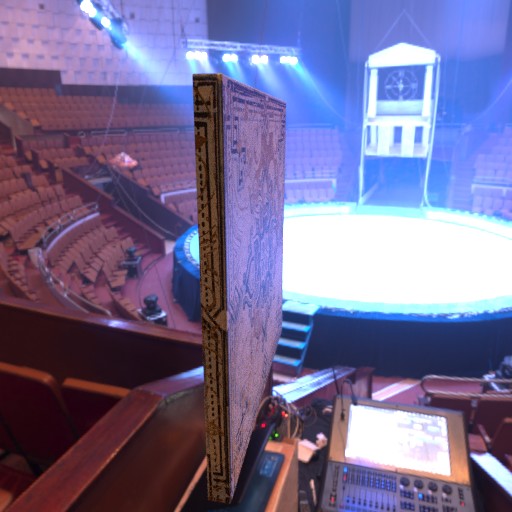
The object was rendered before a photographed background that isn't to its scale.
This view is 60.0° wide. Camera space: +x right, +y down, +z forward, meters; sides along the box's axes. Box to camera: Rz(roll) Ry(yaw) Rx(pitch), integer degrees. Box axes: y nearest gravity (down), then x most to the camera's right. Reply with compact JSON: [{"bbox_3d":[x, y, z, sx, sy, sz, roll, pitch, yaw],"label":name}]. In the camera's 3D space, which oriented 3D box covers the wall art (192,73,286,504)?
[{"bbox_3d":[0.000,0.000,0.875,0.036,0.607,0.609,3,17,10],"label":"wall art"}]
